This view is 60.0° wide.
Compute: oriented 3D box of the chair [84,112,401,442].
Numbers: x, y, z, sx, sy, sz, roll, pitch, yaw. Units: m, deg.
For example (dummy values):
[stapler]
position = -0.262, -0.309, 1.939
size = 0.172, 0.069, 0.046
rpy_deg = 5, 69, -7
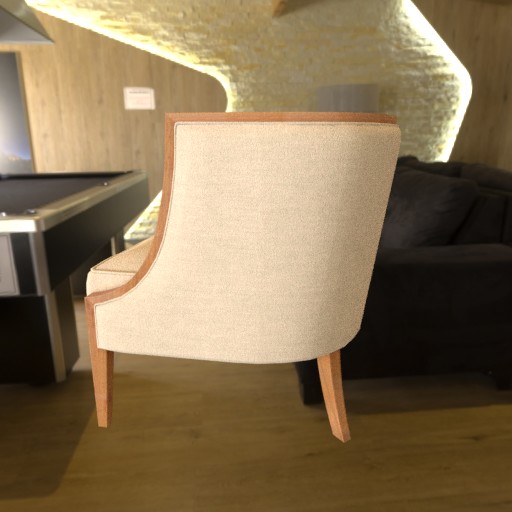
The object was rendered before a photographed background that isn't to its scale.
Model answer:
[chair]
position = 0.000, 0.000, 1.312
size = 0.757, 0.775, 0.711
rpy_deg = 3, 15, 10
